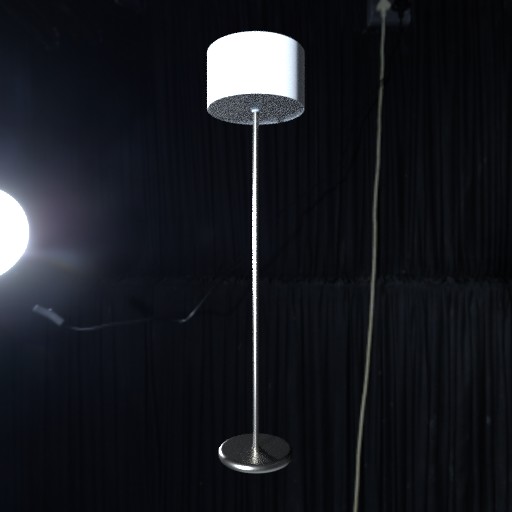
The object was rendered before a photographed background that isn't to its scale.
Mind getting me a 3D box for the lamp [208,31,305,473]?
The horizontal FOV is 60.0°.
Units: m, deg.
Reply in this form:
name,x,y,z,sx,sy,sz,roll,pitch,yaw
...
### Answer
name,x,y,z,sx,sy,sz,roll,pitch,yaw
lamp,0.000,0.000,1.600,0.347,1.443,0.347,0,0,1
